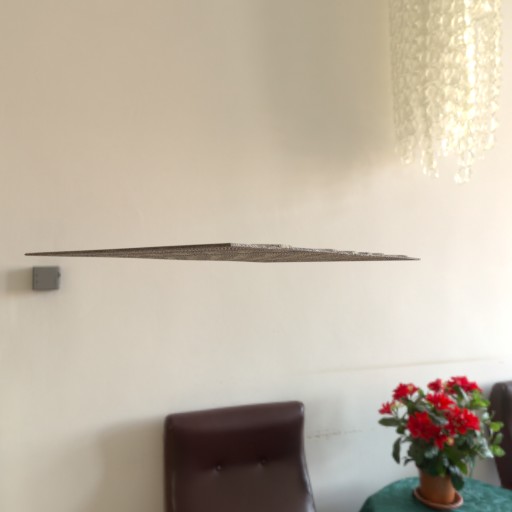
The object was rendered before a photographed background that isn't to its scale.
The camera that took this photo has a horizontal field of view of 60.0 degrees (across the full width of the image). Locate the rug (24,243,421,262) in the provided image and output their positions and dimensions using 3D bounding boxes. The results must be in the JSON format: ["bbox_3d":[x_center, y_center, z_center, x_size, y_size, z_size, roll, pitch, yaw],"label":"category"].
[{"bbox_3d":[0.000,0.000,2.975,1.513,0.033,2.333,-1,-3,36],"label":"rug"}]
